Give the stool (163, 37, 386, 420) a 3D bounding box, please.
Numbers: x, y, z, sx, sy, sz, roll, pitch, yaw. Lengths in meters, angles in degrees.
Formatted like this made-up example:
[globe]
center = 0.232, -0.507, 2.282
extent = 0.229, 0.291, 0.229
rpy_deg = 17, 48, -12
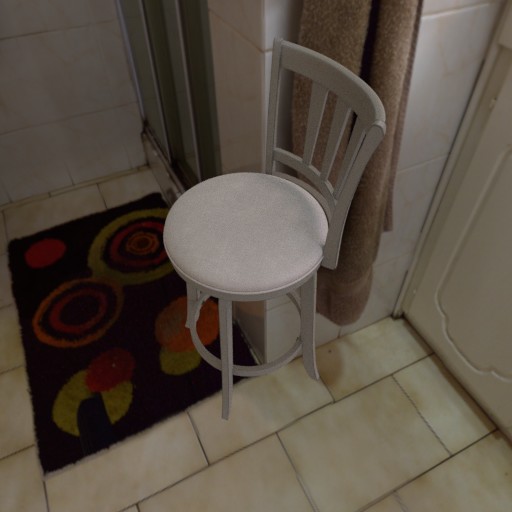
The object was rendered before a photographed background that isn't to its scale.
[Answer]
[stool]
center = 0.000, 0.000, 1.258
extent = 0.486, 0.994, 0.450
rpy_deg = -18, 50, -16
